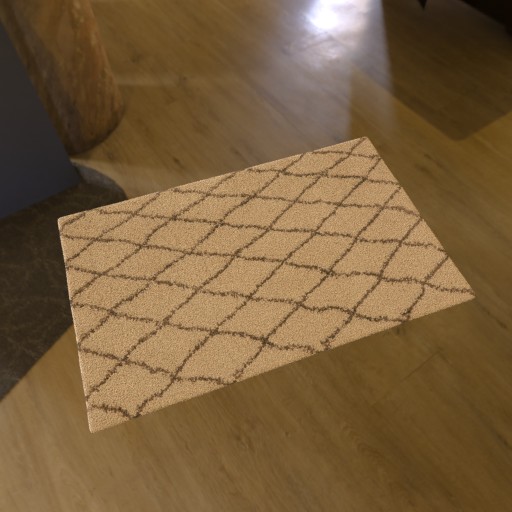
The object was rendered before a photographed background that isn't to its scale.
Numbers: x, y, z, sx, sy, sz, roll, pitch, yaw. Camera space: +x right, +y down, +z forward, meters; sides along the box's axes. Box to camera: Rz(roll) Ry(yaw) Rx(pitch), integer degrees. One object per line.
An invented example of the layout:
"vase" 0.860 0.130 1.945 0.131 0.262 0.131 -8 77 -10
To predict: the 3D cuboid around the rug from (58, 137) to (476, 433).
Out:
"rug" 0.000 0.000 2.978 2.438 0.030 1.524 -17 60 -10
